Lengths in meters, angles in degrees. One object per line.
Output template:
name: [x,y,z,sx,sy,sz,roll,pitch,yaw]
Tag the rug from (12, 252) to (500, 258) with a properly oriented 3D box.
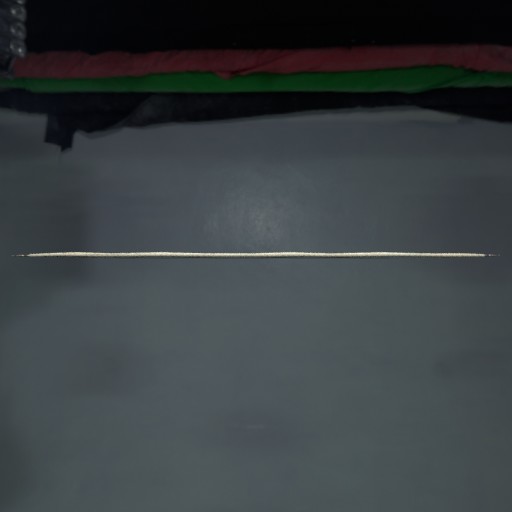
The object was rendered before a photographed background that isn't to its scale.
rug: [0.000,0.000,2.955,2.434,0.027,1.529,0,-1,-1]
